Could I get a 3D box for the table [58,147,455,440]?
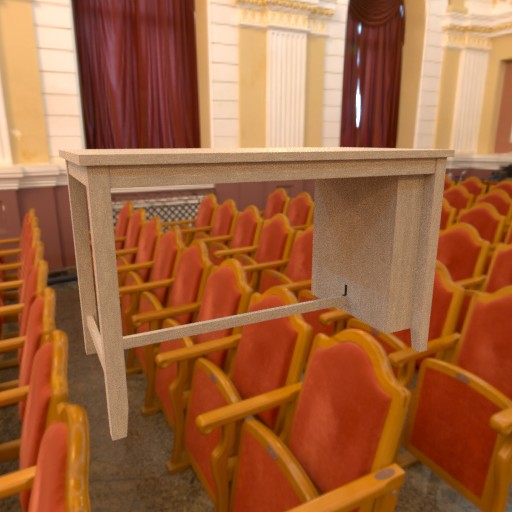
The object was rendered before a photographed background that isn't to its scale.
[{"bbox_3d":[0.000,0.000,1.872,1.397,0.874,0.729,-7,16,-26],"label":"table"}]
